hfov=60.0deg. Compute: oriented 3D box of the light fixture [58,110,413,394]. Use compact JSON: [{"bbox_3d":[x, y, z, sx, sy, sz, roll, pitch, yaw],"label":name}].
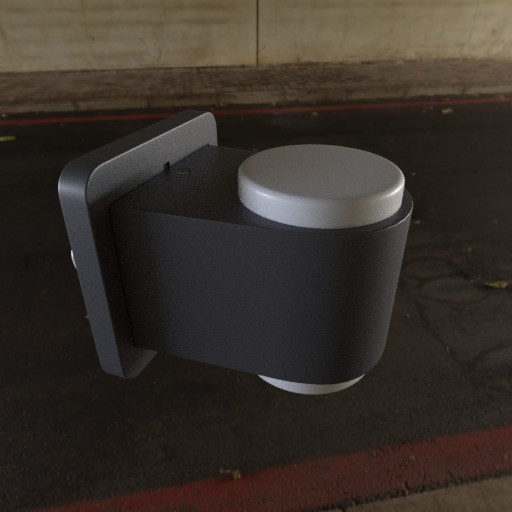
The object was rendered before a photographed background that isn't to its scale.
[{"bbox_3d":[0.000,0.000,0.213,0.132,0.109,0.109,12,33,18],"label":"light fixture"}]
